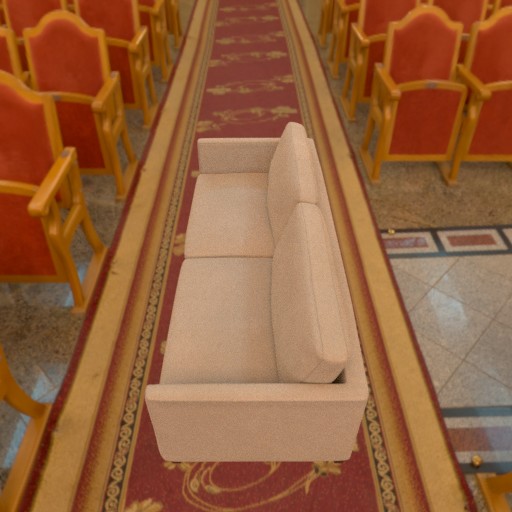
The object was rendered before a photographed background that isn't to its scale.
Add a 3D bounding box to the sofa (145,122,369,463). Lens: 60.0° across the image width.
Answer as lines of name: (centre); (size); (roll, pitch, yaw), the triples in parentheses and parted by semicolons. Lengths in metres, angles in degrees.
sofa: (0.000, 0.000, 2.895); (0.988, 0.912, 2.404); (0, 41, 0)
